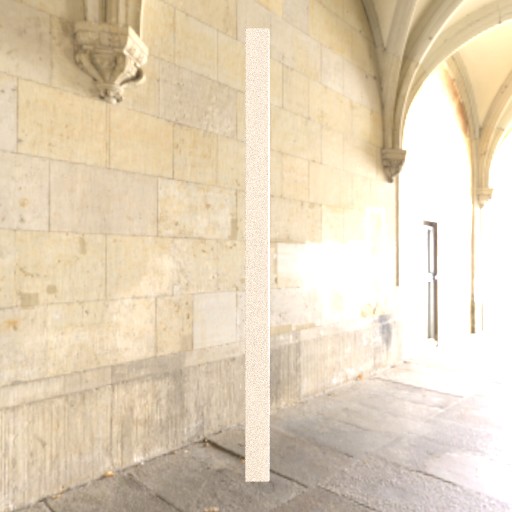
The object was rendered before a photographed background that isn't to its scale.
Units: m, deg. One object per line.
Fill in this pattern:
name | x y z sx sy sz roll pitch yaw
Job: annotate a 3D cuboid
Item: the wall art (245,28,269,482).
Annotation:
wall art | 0.000 0.000 1.124 0.040 0.762 0.762 0 -1 0
